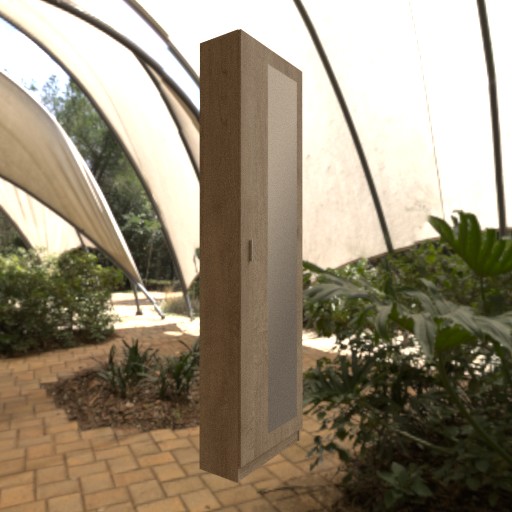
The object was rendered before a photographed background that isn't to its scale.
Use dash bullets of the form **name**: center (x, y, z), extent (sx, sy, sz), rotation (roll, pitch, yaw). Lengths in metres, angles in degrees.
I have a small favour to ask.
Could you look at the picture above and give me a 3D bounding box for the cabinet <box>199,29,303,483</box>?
- **cabinet**: center (0.000, 0.000, 2.003), extent (0.230, 1.790, 0.500), rotation (0, 0, 35)
